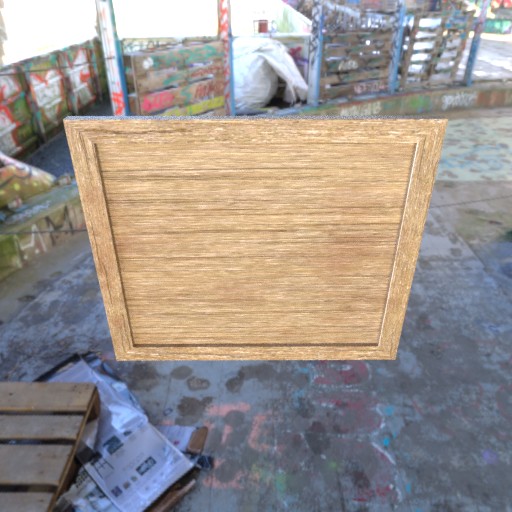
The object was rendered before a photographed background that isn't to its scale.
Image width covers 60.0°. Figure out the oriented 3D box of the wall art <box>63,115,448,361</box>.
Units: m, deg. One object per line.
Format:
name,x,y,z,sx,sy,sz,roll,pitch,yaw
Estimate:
wall art,0.000,0.000,0.957,0.690,0.588,0.026,0,31,0
